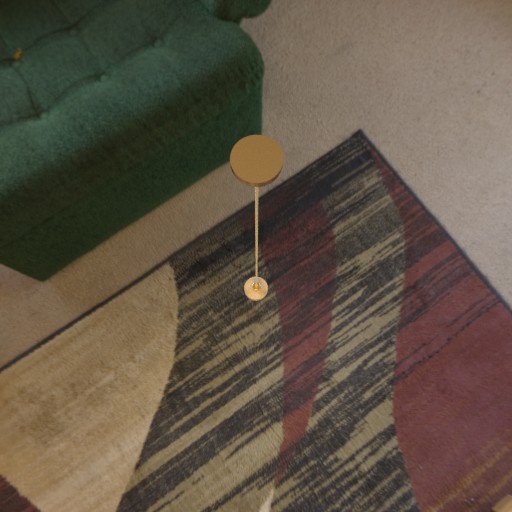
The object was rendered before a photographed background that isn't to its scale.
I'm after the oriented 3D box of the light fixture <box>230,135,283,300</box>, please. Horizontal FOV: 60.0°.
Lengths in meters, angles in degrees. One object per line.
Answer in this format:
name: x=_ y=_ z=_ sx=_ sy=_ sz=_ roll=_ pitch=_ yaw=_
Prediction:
light fixture: x=0.000 y=0.000 z=1.806 sx=0.129 sy=1.669 sz=0.129 roll=36 pitch=78 yaw=9
